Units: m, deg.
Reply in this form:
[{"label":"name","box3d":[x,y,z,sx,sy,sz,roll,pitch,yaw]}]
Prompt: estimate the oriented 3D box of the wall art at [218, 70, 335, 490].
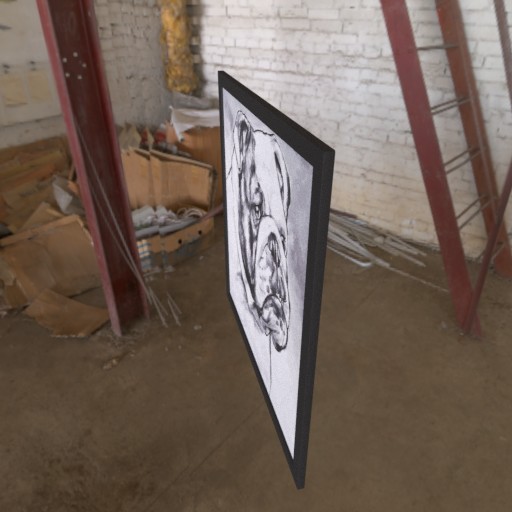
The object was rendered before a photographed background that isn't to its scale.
[{"label":"wall art","box3d":[0.000,0.000,0.810,0.012,0.558,0.562,-8,31,-13]}]
